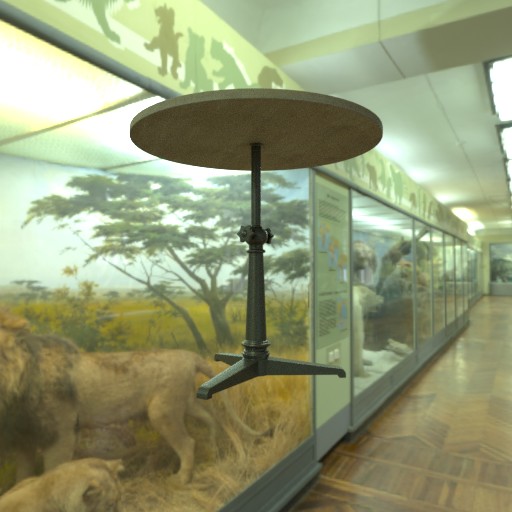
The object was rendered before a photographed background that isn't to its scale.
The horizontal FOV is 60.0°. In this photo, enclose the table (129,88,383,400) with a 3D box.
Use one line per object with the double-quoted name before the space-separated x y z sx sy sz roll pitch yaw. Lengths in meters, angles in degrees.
"table" 0.000 0.000 1.445 0.800 0.780 0.800 0 -1 0
